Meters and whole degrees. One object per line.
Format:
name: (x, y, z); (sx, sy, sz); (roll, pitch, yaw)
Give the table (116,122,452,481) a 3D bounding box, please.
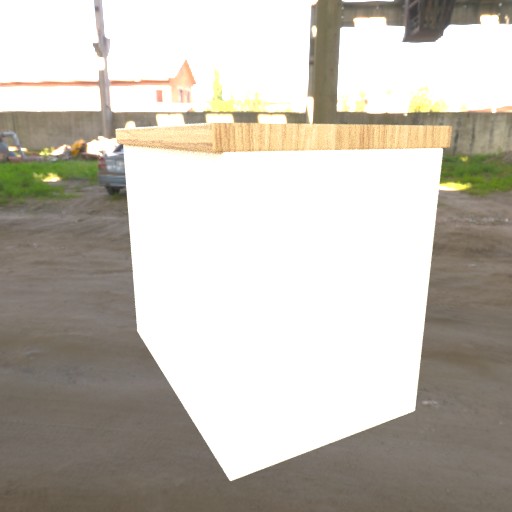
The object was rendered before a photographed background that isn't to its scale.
table: (0.000, 0.000, 0.790); (0.360, 0.440, 0.500); (-8, 17, -27)
